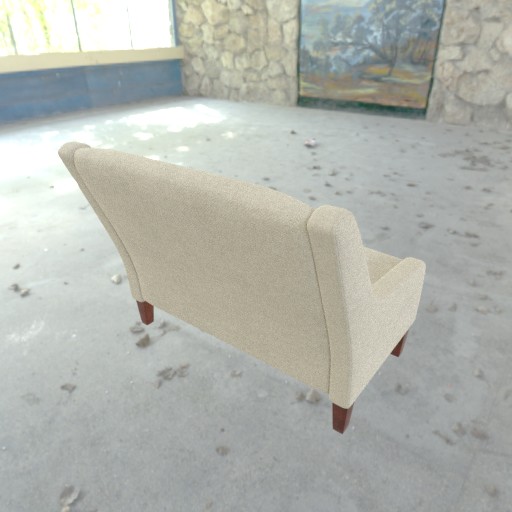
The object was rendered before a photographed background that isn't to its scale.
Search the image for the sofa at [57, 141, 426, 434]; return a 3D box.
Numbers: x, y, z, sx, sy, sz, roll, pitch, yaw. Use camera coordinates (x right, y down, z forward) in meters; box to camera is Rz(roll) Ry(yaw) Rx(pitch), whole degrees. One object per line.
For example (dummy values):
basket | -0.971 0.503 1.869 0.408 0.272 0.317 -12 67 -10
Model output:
sofa | 0.000 0.000 1.912 1.212 0.976 0.946 20 34 33
